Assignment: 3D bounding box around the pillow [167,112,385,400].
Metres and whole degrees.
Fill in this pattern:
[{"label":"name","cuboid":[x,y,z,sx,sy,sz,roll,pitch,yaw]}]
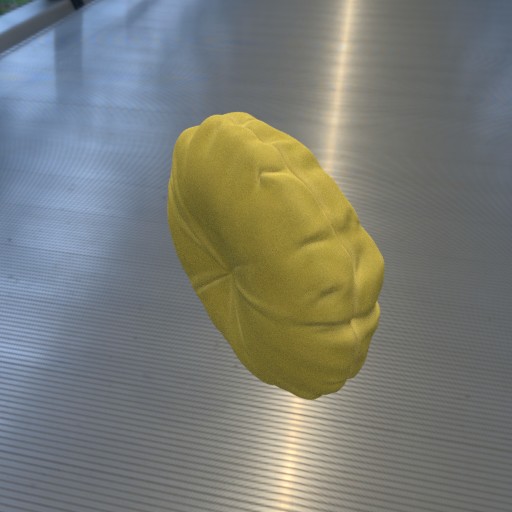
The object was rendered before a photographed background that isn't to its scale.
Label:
[{"label":"pillow","cuboid":[0.000,0.000,0.651,0.148,0.407,0.428,-25,48,-25]}]
